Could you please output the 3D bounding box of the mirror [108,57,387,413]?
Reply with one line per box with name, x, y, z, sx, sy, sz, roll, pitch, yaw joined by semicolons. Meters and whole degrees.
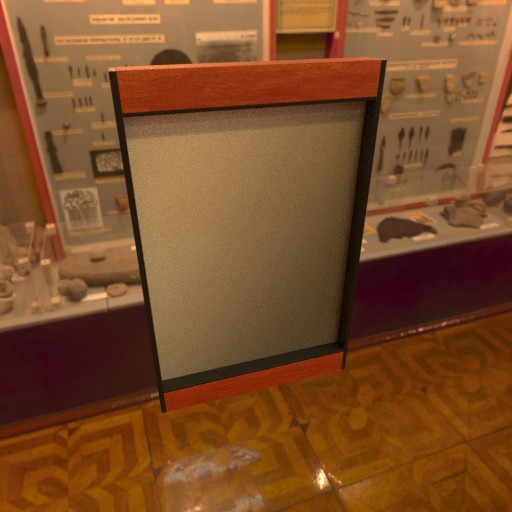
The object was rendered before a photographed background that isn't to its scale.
mirror;0.000;0.000;1.024;0.525;0.823;0.047;-9;31;-15
